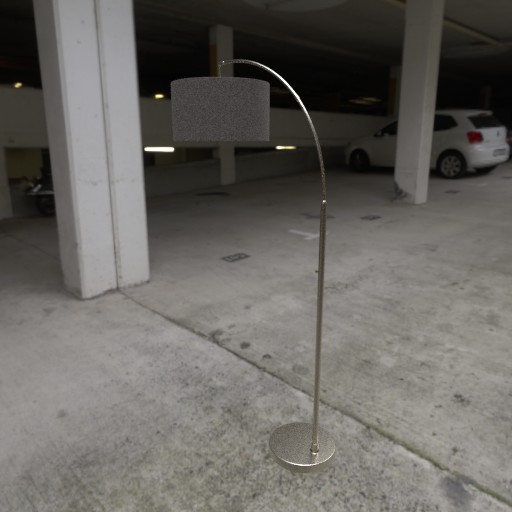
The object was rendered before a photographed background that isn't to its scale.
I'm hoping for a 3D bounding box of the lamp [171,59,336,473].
[{"bbox_3d":[0.000,0.000,2.064,0.452,1.735,0.934,-13,19,-41],"label":"lamp"}]
